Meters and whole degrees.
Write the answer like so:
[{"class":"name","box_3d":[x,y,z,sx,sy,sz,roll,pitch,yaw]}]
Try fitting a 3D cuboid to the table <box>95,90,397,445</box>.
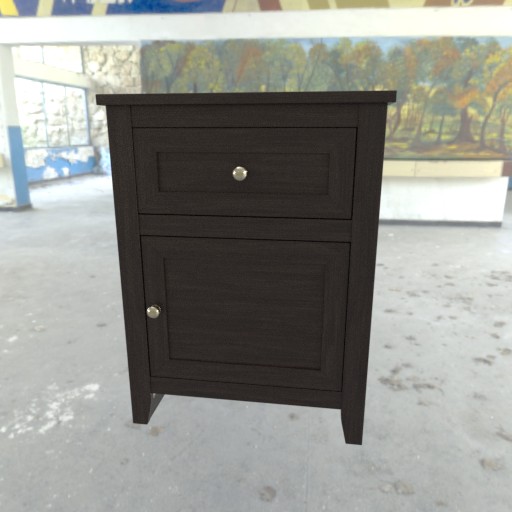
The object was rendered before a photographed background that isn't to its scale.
[{"class":"table","box_3d":[0.000,0.000,0.957,0.480,0.635,0.381,2,16,8]}]
